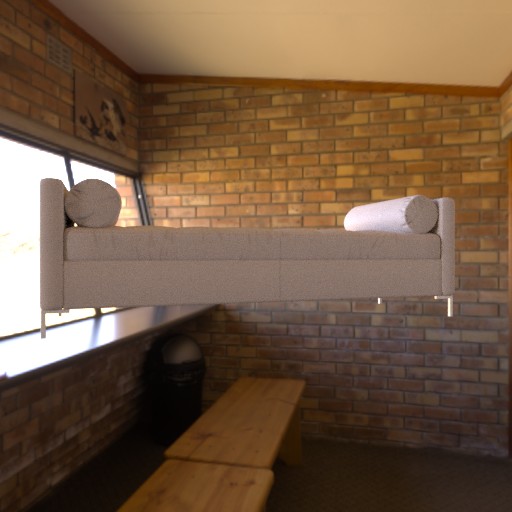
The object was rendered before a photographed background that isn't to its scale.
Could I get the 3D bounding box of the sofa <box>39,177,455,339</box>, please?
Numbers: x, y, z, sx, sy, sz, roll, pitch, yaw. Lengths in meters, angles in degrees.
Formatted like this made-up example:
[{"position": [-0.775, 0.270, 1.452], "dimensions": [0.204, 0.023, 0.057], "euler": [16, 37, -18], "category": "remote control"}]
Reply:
[{"position": [0.000, 0.000, 2.330], "dimensions": [1.981, 0.635, 0.686], "euler": [0, 0, -18], "category": "sofa"}]
